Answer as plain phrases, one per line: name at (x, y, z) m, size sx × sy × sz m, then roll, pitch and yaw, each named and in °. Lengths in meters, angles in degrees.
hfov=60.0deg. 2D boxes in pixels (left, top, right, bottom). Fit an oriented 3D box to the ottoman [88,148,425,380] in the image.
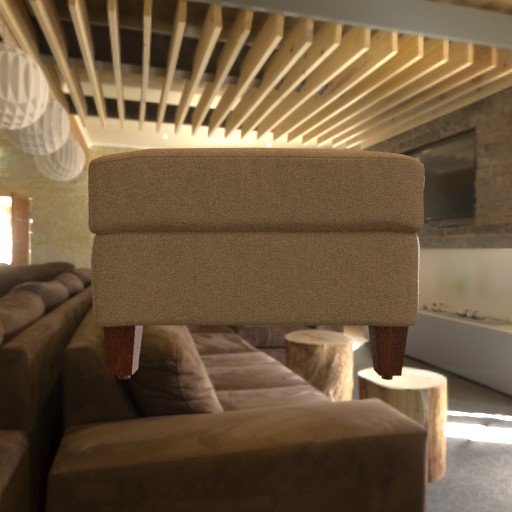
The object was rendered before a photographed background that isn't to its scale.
ottoman at (0.000, 0.000, 1.306) m, size 0.692 × 0.511 × 0.902 m, roll 0°, pitch 1°, yaw 0°
